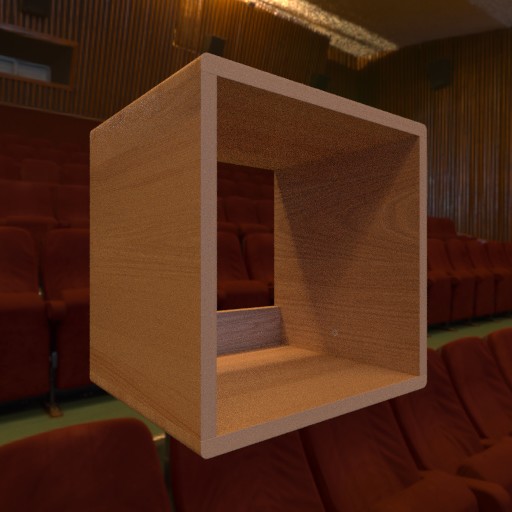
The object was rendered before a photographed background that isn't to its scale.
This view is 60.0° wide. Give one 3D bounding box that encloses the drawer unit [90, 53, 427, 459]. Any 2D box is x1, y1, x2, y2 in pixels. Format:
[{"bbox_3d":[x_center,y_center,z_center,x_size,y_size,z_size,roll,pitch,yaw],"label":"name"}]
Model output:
[{"bbox_3d":[0.000,0.000,0.592,0.344,0.344,0.290,0,0,-38],"label":"drawer unit"}]
